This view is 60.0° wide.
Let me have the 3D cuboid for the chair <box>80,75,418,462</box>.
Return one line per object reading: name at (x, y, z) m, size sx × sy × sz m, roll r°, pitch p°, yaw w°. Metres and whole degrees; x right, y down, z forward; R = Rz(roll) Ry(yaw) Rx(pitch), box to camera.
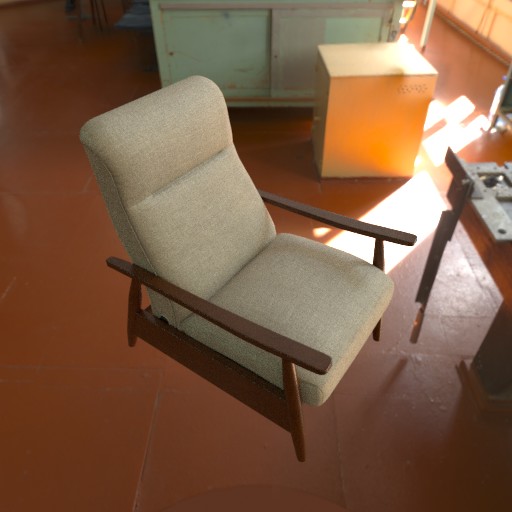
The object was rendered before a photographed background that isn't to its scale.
chair at (0.000, 0.000, 1.758) m, size 1.014 × 1.082 × 0.762 m, roll 25°, pitch 47°, yaw 26°
